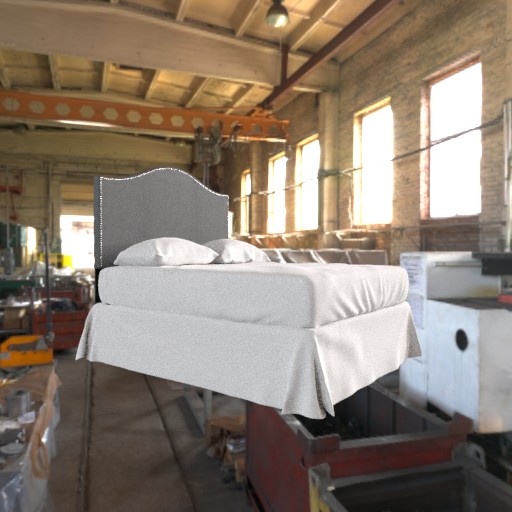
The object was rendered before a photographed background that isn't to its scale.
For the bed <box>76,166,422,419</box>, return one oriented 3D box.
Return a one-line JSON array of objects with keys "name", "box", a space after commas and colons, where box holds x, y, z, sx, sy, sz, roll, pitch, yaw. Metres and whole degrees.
[{"name": "bed", "box": [0.000, 0.000, 3.574, 2.221, 1.645, 1.876, 1, 1, 37]}]
